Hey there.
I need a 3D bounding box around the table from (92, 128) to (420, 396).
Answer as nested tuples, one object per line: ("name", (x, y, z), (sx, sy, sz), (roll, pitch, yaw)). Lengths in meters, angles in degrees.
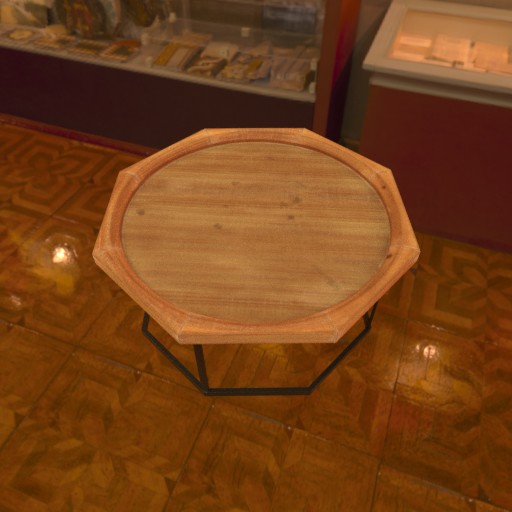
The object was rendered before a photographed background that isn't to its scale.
("table", (0.000, 0.000, 1.540), (1.002, 0.444, 1.002), (0, 47, 0))
